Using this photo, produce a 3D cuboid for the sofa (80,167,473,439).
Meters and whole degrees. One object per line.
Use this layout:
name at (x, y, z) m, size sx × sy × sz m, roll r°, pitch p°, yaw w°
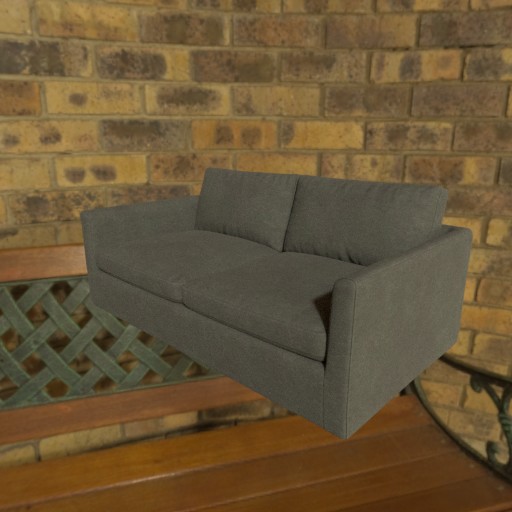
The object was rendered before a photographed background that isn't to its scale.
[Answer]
sofa at (0.000, 0.000, 2.459) m, size 1.909 × 0.845 × 1.091 m, roll 14°, pitch 21°, yaw 42°
